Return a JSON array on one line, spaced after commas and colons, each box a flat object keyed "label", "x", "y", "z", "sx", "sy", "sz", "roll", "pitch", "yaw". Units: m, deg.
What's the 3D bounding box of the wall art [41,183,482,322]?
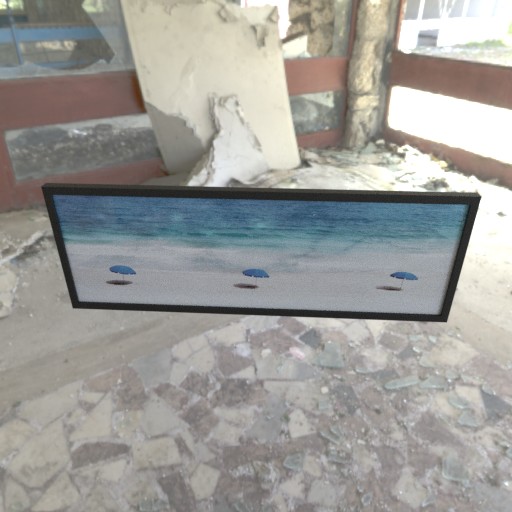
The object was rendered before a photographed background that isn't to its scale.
[{"label": "wall art", "x": 0.000, "y": 0.000, "z": 1.736, "sx": 1.572, "sy": 0.554, "sz": 0.041, "roll": 2, "pitch": 30, "yaw": 3}]
